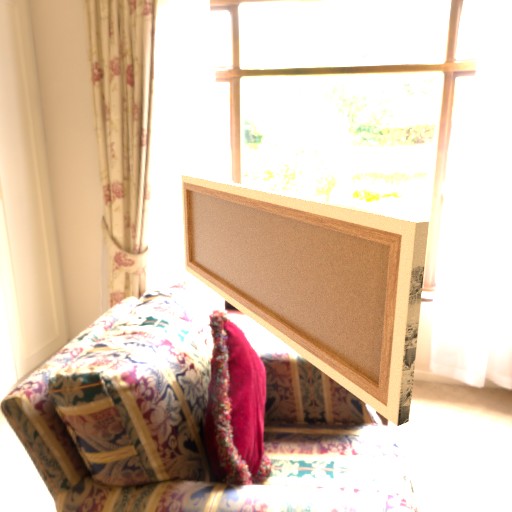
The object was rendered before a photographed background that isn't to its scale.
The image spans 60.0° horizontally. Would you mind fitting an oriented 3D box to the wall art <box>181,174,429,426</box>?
[{"bbox_3d":[0.000,0.000,1.675,0.044,0.507,1.520,-8,17,-28],"label":"wall art"}]
